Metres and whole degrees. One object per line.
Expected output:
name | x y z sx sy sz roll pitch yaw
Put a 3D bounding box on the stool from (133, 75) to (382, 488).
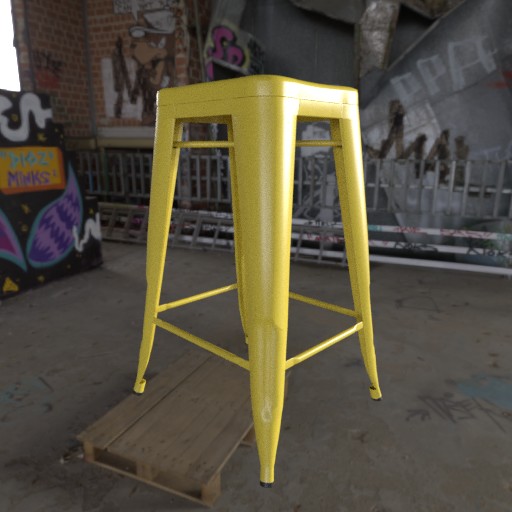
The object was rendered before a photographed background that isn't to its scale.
stool | 0.000 0.000 0.859 0.399 0.609 0.359 13 19 42
